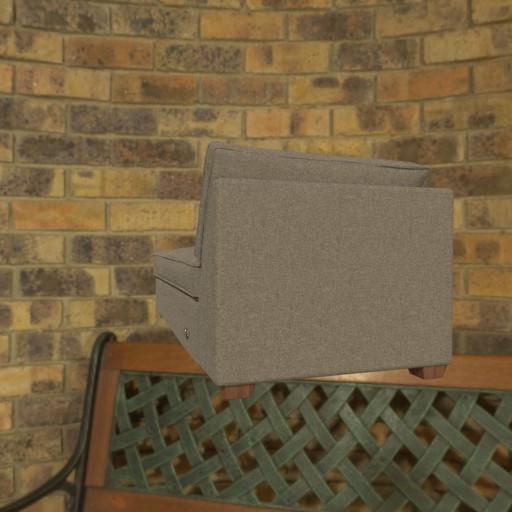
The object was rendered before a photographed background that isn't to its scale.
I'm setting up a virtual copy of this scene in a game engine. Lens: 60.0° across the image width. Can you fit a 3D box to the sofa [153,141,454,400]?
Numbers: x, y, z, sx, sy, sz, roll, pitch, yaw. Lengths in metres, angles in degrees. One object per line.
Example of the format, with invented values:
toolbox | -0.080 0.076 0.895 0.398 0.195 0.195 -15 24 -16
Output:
sofa | 0.000 0.000 2.806 1.110 1.033 2.237 0 1 -18
